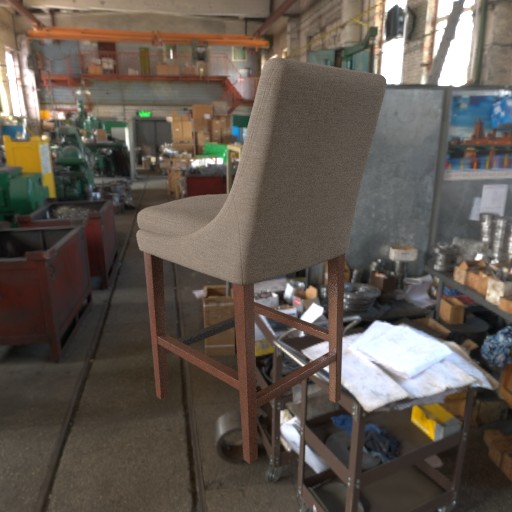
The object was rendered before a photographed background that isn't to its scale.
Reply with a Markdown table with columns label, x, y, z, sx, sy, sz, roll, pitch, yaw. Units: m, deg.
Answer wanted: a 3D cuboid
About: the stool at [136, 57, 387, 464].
| label | x | y | z | sx | sy | sz | roll | pitch | yaw |
| --- | --- | --- | --- | --- | --- | --- | --- | --- | --- |
| stool | 0.000 | 0.000 | 1.295 | 0.577 | 0.981 | 0.470 | 15 | 22 | 43 |
